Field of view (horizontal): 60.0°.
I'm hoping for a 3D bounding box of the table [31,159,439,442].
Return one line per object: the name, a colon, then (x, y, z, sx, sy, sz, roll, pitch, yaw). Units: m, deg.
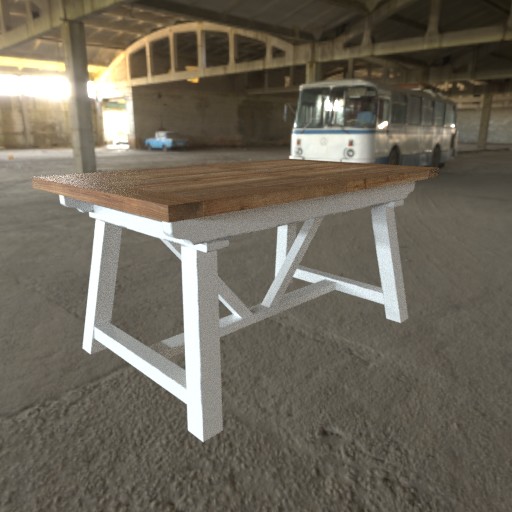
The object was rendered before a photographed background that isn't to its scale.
table: (0.000, 0.000, 1.987, 1.503, 0.743, 0.922, -15, 22, -42)
